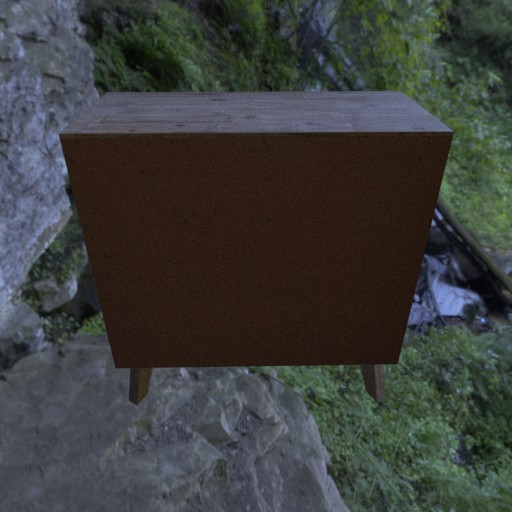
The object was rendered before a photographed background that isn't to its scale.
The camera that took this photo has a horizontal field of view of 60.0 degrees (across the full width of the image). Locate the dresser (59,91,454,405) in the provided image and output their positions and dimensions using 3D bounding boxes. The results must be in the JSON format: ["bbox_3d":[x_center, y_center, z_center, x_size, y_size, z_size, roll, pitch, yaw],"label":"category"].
[{"bbox_3d":[0.000,0.000,1.586,0.998,1.029,0.455,-1,33,-1],"label":"dresser"}]
